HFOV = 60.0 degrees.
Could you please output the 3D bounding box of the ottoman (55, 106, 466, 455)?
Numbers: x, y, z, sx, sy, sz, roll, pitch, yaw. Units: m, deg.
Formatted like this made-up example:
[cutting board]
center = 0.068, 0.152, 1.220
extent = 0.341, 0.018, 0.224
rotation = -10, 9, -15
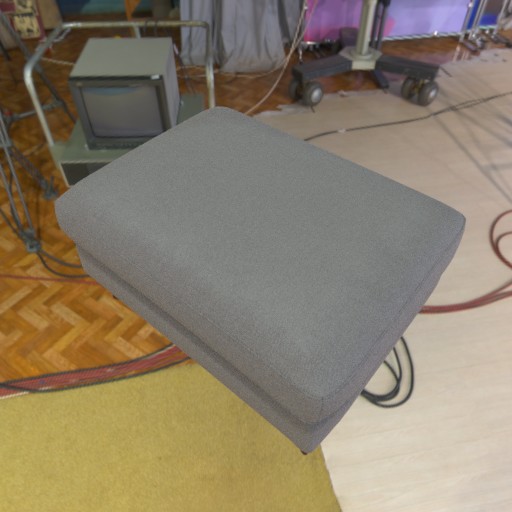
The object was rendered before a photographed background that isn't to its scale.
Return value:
[ottoman]
center = 0.000, 0.000, 1.140
extent = 0.811, 0.449, 0.608
rotation = 32, 55, 26
